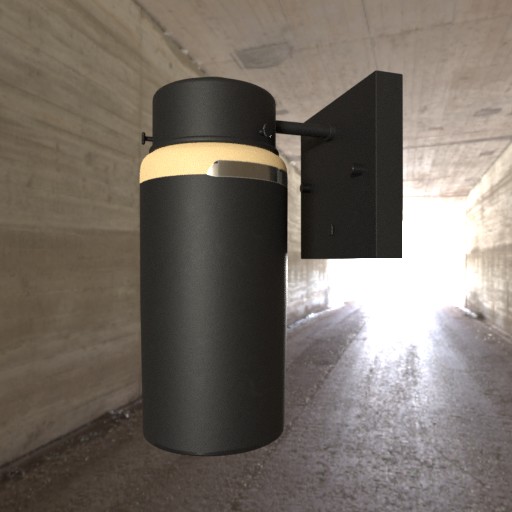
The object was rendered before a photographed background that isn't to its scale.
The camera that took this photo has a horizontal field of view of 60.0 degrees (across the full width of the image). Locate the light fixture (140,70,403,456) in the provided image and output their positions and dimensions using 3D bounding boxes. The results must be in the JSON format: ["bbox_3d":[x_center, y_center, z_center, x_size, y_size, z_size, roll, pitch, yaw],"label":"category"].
[{"bbox_3d":[0.000,0.000,0.345,0.176,0.257,0.130,0,0,-18],"label":"light fixture"}]
